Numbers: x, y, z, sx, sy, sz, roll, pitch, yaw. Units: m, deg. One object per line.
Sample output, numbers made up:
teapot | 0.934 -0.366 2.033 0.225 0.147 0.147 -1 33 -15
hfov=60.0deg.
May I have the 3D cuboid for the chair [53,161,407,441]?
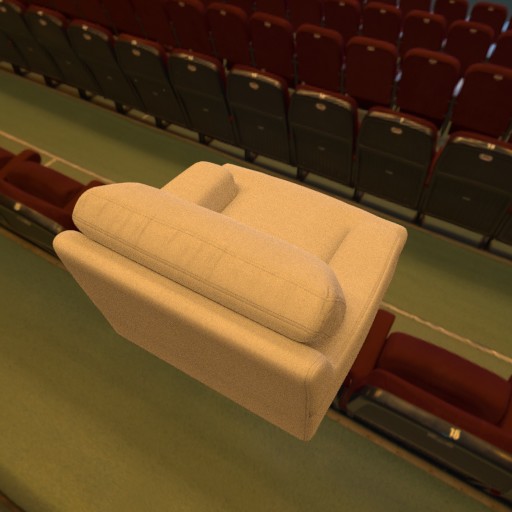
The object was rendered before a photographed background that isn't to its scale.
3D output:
chair | 0.000 0.000 1.978 1.140 0.930 1.158 24 52 20
